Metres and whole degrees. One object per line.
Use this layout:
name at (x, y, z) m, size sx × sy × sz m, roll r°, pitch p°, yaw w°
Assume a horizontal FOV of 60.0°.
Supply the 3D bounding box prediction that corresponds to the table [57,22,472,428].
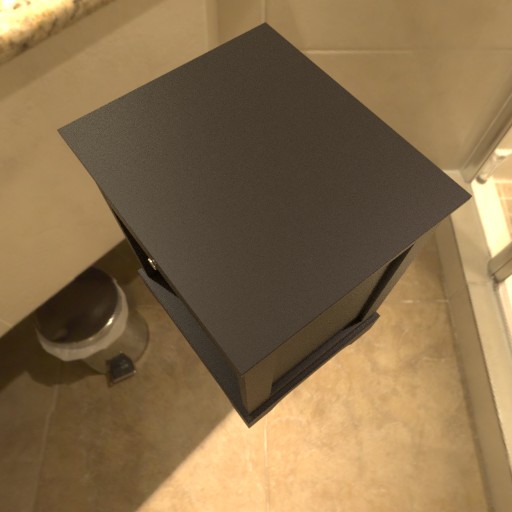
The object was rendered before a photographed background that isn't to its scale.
table at (0.000, 0.000, 0.908) m, size 0.399 × 0.610 × 0.460 m, roll -35°, pitch 69°, yaw -16°
